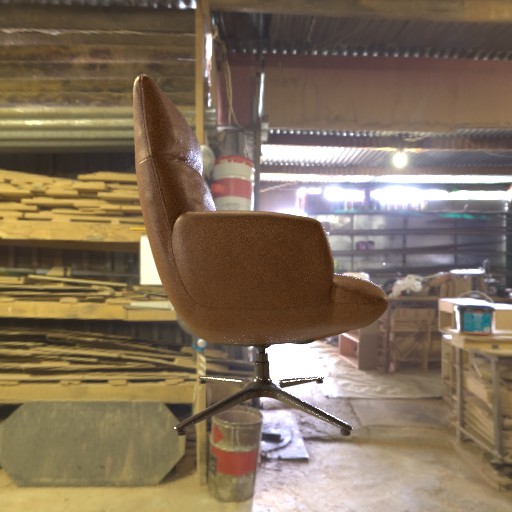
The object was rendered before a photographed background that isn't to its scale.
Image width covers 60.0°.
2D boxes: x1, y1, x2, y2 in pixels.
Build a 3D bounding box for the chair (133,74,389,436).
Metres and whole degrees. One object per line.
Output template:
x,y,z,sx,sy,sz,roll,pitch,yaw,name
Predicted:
0.000,0.000,1.539,0.794,1.027,0.711,0,0,0,chair
